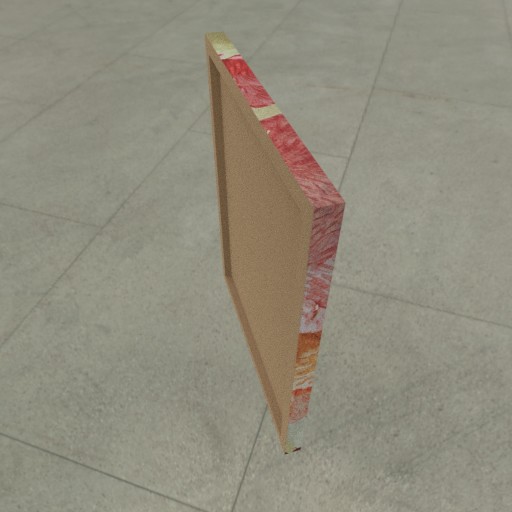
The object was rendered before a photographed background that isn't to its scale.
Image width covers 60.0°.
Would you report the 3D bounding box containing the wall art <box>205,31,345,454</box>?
[{"bbox_3d":[0.000,0.000,0.671,0.028,0.508,0.406,-12,47,-12],"label":"wall art"}]
